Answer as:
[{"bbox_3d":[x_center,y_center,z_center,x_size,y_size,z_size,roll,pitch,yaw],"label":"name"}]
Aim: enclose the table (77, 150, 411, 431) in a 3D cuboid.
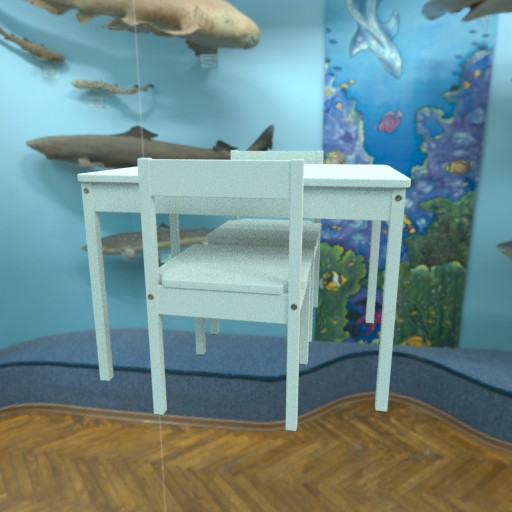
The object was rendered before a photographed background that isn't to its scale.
[{"bbox_3d":[0.000,0.000,1.115,0.650,0.503,0.672,3,15,11],"label":"table"}]
